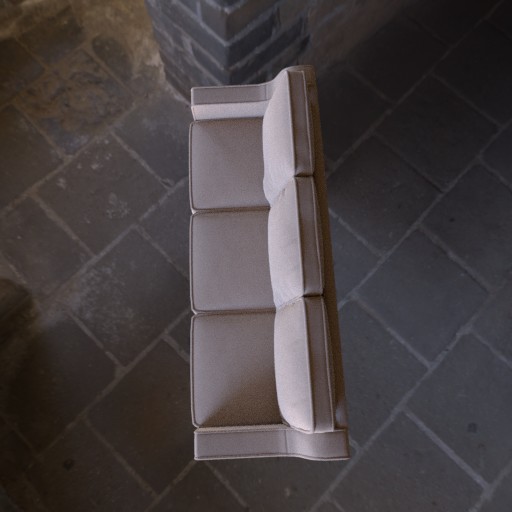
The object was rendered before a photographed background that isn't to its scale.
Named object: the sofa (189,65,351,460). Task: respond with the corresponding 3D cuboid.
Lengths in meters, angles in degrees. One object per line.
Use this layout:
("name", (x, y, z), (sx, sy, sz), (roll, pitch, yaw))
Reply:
("sofa", (0.000, 0.000, 2.588), (0.791, 0.902, 2.131), (-3, 75, -1))
